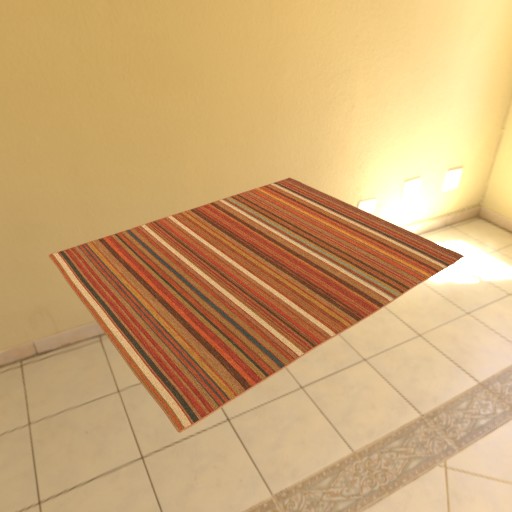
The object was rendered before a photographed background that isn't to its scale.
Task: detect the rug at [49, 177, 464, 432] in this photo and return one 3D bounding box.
[{"bbox_3d":[0.000,0.000,4.190,3.092,0.023,2.479,-23,39,-31],"label":"rug"}]
